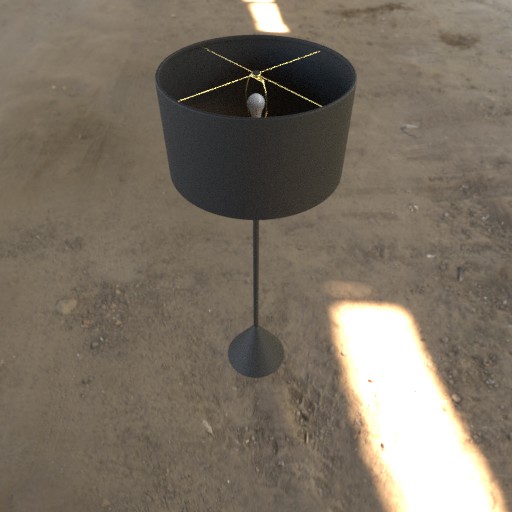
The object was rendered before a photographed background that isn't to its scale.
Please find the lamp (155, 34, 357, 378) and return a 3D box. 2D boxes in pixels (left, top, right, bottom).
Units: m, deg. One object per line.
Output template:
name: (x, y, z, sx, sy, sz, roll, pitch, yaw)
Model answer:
lamp: (0.000, 0.000, 1.822, 0.580, 1.526, 0.580, -31, 53, -27)
